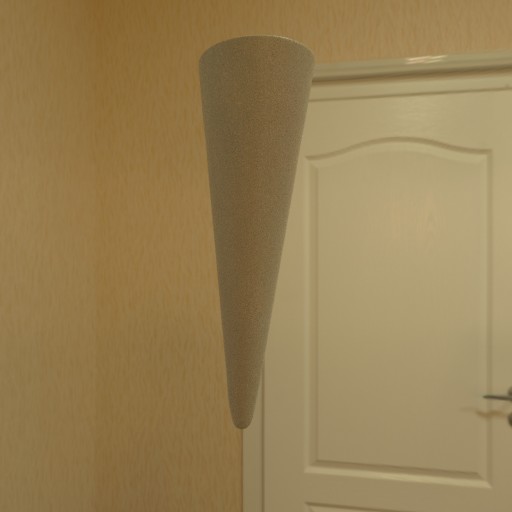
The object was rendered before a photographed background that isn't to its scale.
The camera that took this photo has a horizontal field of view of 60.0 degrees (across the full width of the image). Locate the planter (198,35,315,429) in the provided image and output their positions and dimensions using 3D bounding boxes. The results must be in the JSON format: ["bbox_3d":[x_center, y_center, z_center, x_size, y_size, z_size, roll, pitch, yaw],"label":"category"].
[{"bbox_3d":[0.000,0.000,0.223,0.057,0.191,0.064,0,0,-19],"label":"planter"}]
